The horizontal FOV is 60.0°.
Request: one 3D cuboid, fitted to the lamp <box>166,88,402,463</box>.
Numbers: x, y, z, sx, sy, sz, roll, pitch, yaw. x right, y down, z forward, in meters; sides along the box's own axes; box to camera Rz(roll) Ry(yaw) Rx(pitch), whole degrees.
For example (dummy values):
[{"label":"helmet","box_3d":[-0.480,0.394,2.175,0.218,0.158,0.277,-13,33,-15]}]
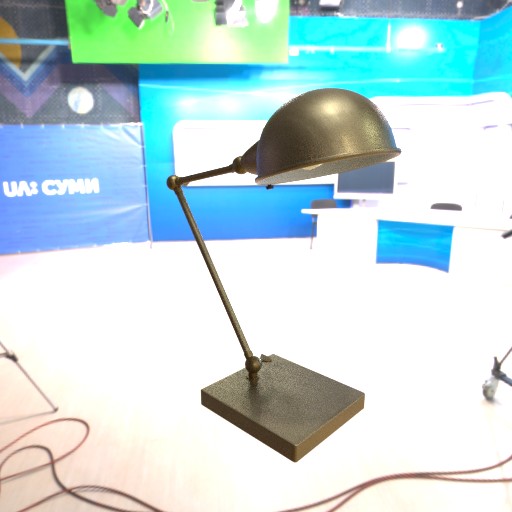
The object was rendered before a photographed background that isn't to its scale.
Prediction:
[{"label":"lamp","box_3d":[0.000,0.000,0.542,0.339,0.371,0.149,14,20,42]}]
